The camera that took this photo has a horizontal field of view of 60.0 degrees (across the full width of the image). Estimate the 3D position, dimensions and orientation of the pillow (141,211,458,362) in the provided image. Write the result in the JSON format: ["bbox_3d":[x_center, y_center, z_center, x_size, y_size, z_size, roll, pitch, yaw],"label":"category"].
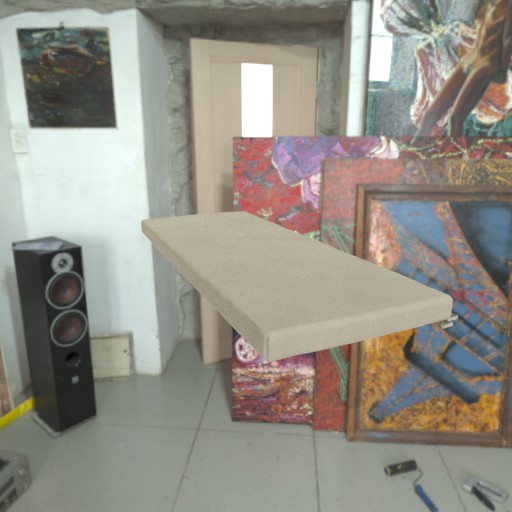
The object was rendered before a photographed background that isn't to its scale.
[{"bbox_3d":[0.000,0.000,1.372,0.492,0.081,1.187,-7,17,-24],"label":"pillow"}]
